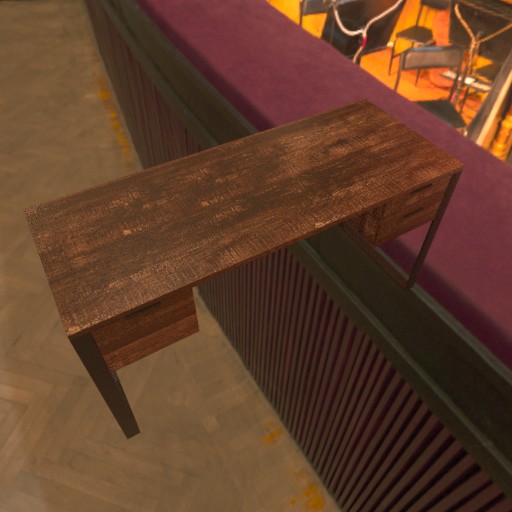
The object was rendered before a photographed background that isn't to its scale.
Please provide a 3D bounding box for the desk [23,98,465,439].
[{"bbox_3d":[0.000,0.000,1.907,1.524,0.762,0.599,-23,52,-20],"label":"desk"}]
